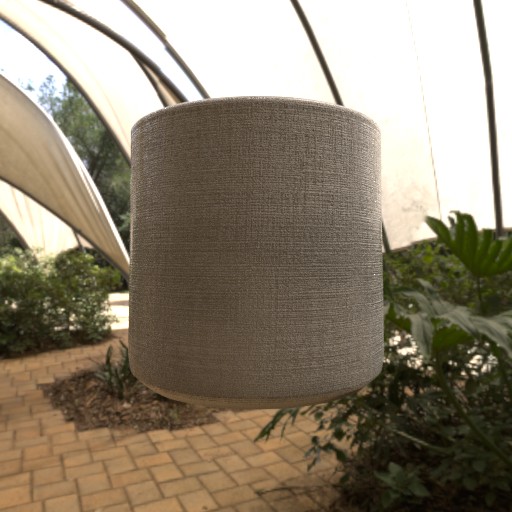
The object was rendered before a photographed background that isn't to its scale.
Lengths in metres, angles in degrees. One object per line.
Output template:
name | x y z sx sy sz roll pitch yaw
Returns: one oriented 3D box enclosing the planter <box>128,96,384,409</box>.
planter | 0.000 0.000 0.289 0.160 0.156 0.160 0 0 0
